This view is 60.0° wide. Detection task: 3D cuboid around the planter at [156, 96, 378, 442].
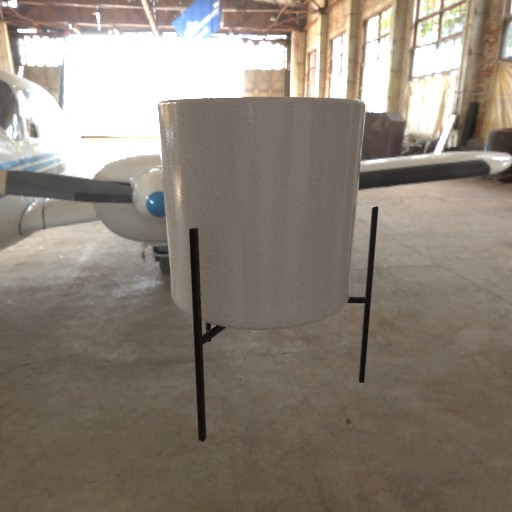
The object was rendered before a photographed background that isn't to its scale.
[{"bbox_3d":[0.000,0.000,0.654,0.307,0.431,0.308,9,19,27],"label":"planter"}]
